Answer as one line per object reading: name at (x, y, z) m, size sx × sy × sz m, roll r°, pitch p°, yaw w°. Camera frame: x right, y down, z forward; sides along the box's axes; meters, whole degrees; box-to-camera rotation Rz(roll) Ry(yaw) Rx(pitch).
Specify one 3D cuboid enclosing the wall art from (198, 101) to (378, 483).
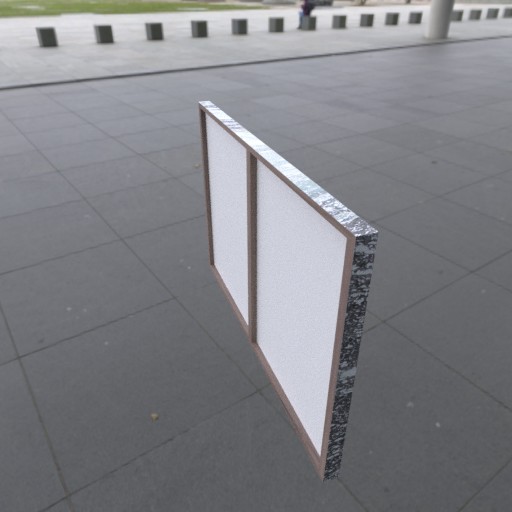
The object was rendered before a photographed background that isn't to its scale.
wall art at (0.000, 0.000, 1.161) m, size 0.038 × 0.598 × 0.919 m, roll -11°, pitch 33°, yaw -17°
